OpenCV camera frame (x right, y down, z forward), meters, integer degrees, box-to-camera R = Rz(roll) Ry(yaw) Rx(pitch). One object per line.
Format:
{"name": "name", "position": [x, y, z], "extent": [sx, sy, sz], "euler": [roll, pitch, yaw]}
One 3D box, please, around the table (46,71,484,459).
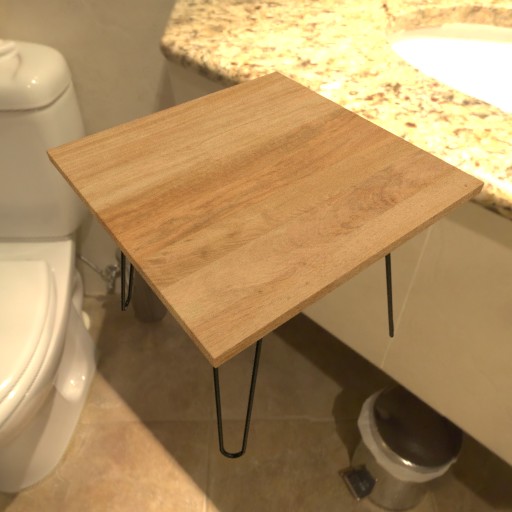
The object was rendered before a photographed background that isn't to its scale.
{"name": "table", "position": [0.000, 0.000, 1.028], "extent": [0.599, 0.500, 0.599], "euler": [-29, 53, -25]}
